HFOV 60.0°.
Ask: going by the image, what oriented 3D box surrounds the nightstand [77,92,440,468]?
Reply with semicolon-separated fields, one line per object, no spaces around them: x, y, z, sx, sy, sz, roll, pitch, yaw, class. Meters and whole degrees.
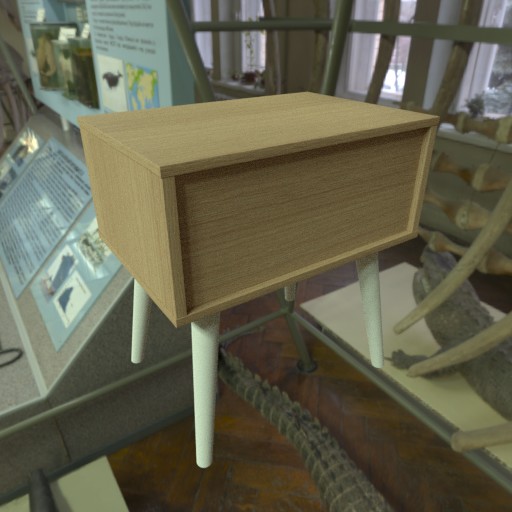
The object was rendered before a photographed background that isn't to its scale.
0.000;0.000;0.994;0.571;0.610;0.407;-18;33;-30;nightstand
